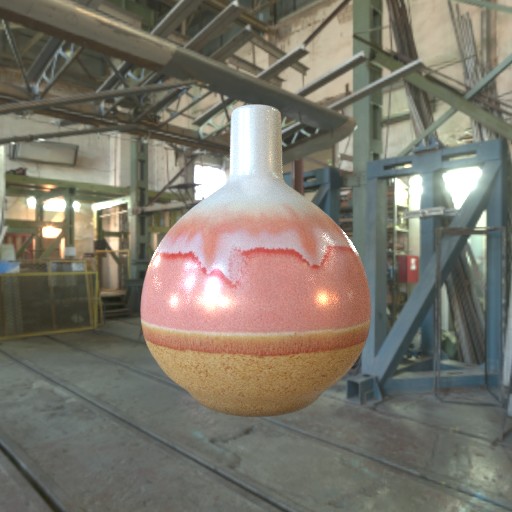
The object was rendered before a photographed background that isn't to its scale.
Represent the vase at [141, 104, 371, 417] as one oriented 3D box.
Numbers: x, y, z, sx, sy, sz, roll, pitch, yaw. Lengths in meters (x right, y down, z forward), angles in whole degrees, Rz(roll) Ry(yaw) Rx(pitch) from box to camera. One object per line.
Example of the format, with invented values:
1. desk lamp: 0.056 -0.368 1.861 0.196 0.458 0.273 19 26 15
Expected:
1. vase: 0.000 0.000 0.271 0.137 0.176 0.137 0 0 0
